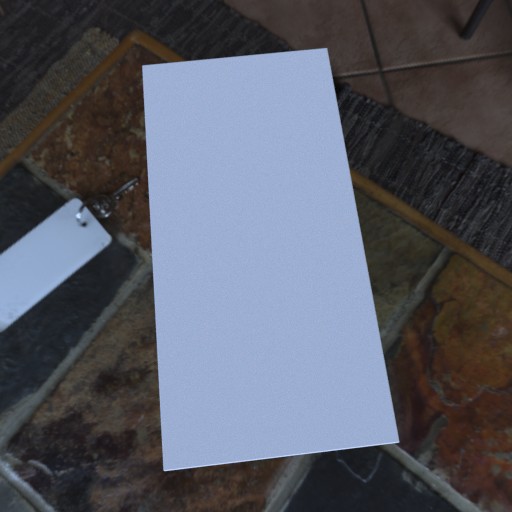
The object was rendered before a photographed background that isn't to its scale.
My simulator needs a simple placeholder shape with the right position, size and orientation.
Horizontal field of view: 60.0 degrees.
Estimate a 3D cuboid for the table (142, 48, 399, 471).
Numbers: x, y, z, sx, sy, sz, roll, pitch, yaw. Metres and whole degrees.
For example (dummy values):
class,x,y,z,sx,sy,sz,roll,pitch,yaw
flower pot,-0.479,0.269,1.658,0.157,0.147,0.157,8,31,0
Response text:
class,x,y,z,sx,sy,sz,roll,pitch,yaw
table,0.000,0.000,1.274,0.500,0.440,1.000,-6,75,-2
